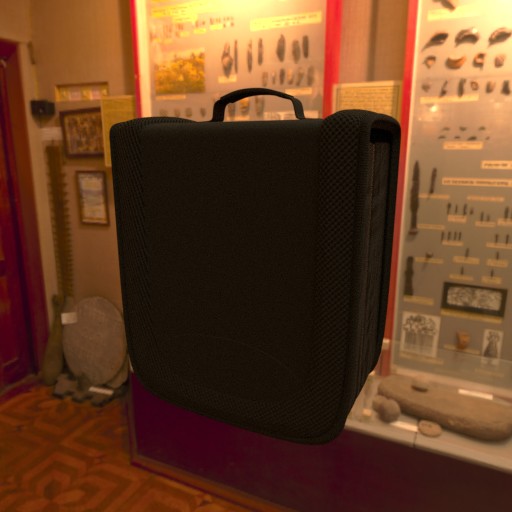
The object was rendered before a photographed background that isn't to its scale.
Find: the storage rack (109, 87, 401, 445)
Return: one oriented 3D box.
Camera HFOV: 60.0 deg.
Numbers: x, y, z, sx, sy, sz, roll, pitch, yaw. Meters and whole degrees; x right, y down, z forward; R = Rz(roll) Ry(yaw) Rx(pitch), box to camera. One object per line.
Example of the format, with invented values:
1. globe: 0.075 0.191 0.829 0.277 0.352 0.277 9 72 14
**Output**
1. storage rack: 0.000 0.000 0.545 0.297 0.387 0.168 7 16 26
